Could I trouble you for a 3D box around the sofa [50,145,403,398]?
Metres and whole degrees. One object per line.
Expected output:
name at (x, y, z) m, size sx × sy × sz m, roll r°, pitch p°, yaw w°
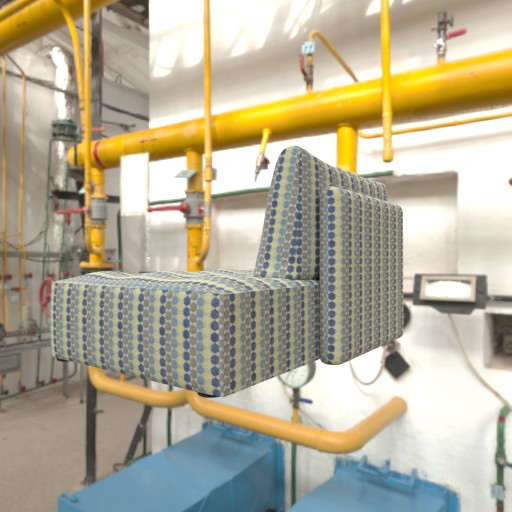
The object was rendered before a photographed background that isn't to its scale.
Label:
sofa at (0.000, 0.000, 2.037) m, size 1.000 × 0.820 × 1.450 m, roll 0°, pitch 0°, yaw 36°
